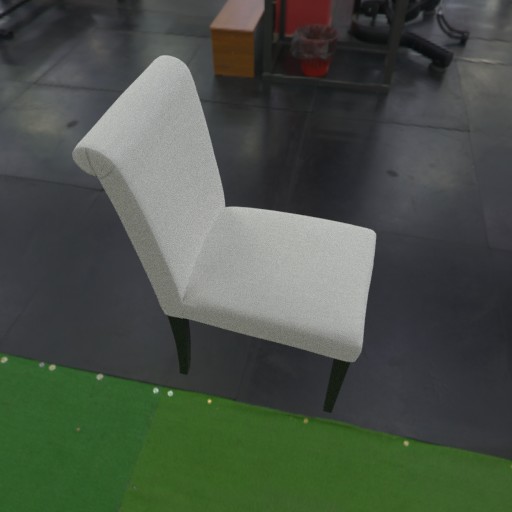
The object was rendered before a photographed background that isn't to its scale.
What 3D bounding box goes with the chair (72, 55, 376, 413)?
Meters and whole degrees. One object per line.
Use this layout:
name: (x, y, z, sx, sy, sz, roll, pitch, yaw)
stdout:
chair: (0.000, 0.000, 1.365, 0.708, 0.976, 0.452, 11, 49, 10)
